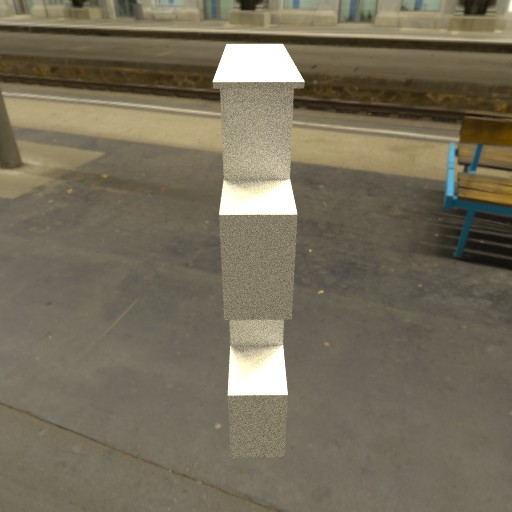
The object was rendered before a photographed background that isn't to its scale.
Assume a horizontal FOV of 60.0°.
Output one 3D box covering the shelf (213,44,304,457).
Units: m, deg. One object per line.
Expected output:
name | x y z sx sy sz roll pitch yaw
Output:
shelf | 0.000 0.000 2.010 0.250 1.650 0.890 0 31 -1
